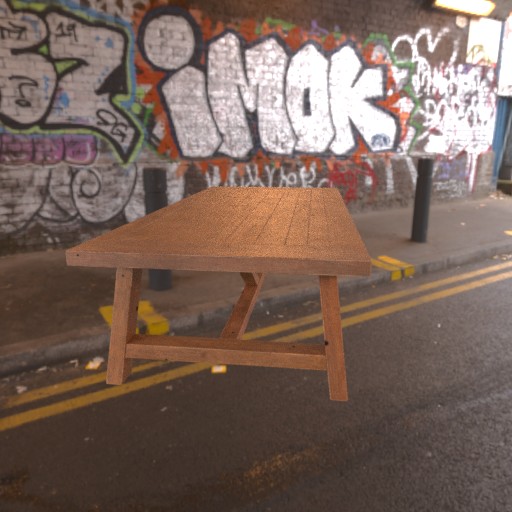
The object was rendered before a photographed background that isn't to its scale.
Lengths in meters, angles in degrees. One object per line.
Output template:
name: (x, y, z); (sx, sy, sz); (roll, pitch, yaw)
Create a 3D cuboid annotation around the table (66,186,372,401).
table: (0.000, 0.000, 2.085); (0.820, 0.465, 1.800); (2, 15, 7)
